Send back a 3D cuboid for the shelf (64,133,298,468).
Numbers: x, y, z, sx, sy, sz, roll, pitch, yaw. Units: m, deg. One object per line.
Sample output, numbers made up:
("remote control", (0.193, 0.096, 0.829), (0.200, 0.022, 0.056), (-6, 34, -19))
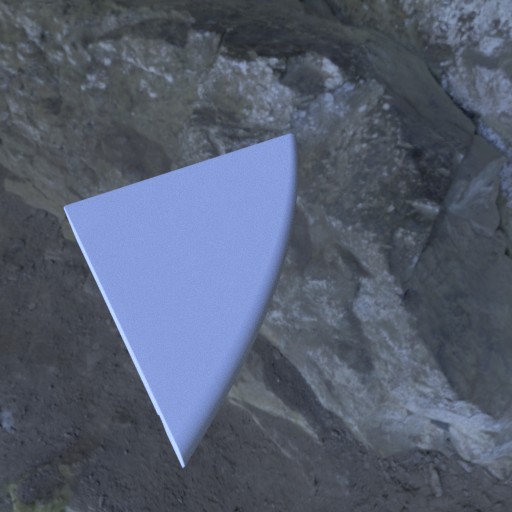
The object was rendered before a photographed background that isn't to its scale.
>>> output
("shelf", (0.000, 0.000, 0.470), (0.310, 0.050, 0.310), (-24, 51, -21))
